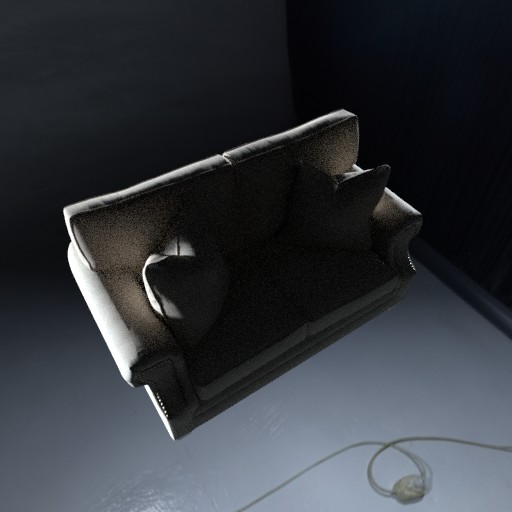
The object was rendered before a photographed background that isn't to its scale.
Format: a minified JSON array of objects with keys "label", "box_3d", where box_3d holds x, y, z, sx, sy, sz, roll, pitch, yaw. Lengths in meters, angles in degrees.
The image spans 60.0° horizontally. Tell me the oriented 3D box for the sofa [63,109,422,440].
[{"label":"sofa","box_3d":[0.000,0.000,2.333,1.701,0.966,0.966,-26,52,-22]}]
